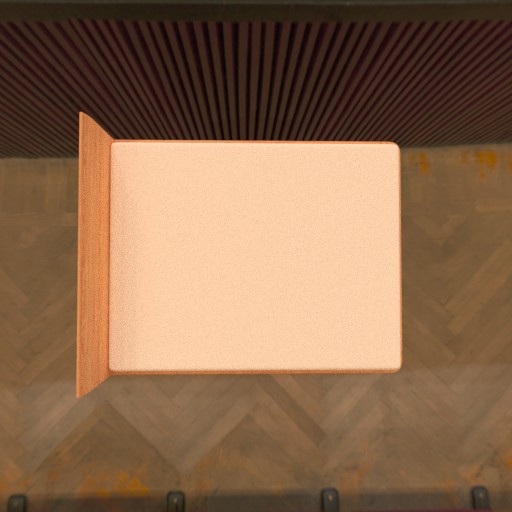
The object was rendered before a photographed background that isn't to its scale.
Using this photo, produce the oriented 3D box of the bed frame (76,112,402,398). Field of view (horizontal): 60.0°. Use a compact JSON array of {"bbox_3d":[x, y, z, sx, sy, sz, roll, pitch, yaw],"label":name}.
[{"bbox_3d":[0.000,0.000,3.064,2.092,0.940,1.660,0,88,-1],"label":"bed frame"}]
